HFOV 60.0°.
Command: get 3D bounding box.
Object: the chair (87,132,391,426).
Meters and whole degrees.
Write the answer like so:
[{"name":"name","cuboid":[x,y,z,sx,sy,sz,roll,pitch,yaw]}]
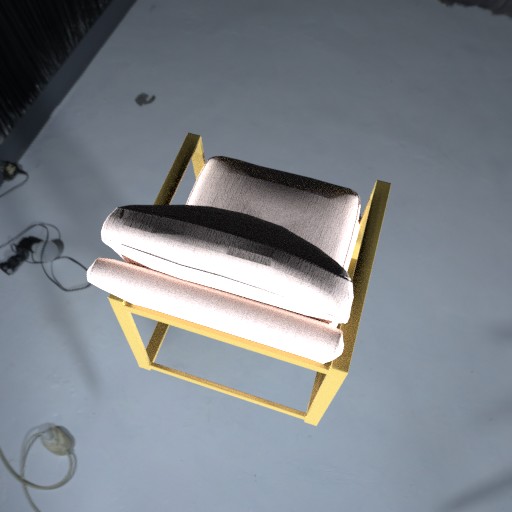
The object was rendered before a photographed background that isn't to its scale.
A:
[{"name":"chair","cuboid":[0.000,0.000,1.531,0.758,0.956,0.813,16,64,8]}]
